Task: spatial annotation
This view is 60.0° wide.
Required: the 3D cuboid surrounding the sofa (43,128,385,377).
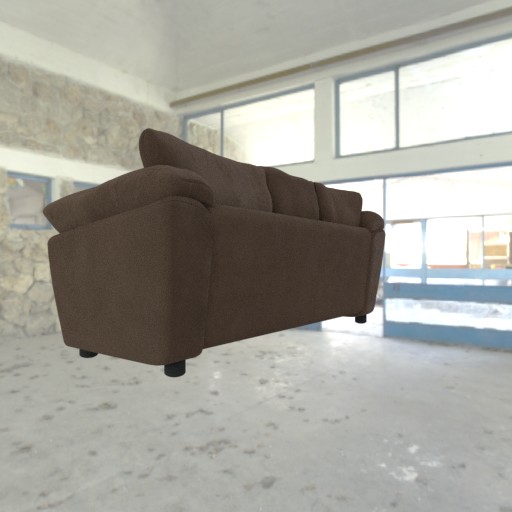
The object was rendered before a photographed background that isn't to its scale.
[{"bbox_3d":[0.000,0.000,2.784,0.878,1.015,2.336,0,-1,36],"label":"sofa"}]
